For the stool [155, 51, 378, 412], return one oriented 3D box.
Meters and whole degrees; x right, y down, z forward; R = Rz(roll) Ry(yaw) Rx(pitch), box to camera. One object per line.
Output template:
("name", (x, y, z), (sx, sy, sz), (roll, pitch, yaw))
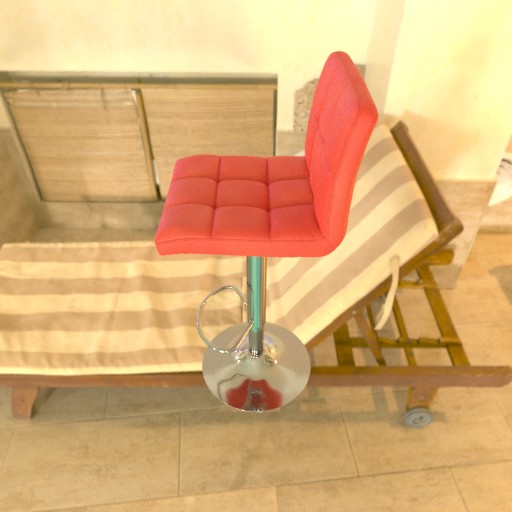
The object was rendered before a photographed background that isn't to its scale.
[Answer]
("stool", (0.000, 0.000, 1.384), (0.505, 1.115, 0.430), (0, 41, 0))
